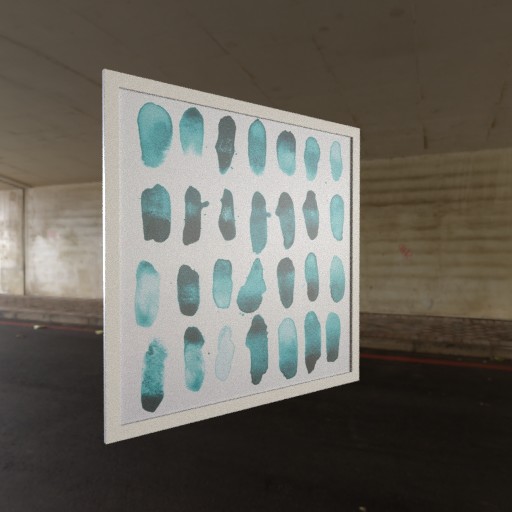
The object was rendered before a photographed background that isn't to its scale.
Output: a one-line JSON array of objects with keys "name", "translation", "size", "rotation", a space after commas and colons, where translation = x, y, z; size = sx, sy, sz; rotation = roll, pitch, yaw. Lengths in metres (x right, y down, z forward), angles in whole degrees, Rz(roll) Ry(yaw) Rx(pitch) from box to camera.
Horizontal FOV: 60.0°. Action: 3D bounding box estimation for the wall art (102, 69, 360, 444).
[{"name": "wall art", "translation": [0.000, 0.000, 1.200], "size": [0.812, 0.813, 0.013], "rotation": [-1, 1, -36]}]
